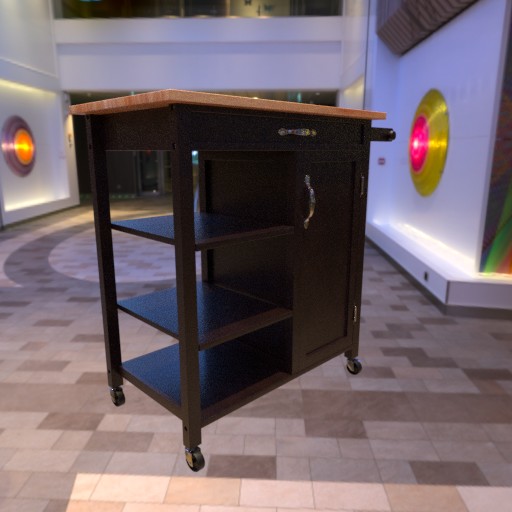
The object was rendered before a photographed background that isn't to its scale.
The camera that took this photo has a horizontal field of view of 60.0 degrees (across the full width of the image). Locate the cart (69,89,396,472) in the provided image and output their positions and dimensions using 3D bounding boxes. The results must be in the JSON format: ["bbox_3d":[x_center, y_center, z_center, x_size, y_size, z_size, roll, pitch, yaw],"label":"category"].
[{"bbox_3d":[0.000,0.000,1.409,0.914,0.878,0.472,-13,18,-43],"label":"cart"}]
